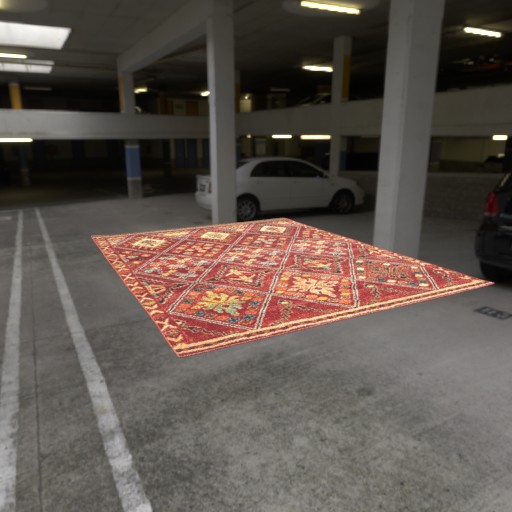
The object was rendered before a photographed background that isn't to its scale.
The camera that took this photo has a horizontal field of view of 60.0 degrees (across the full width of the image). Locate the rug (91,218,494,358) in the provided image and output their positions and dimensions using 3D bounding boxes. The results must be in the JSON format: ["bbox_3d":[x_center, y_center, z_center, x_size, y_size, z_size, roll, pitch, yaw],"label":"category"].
[{"bbox_3d":[0.000,0.000,4.116,2.489,0.030,3.086,-8,17,-27],"label":"rug"}]
